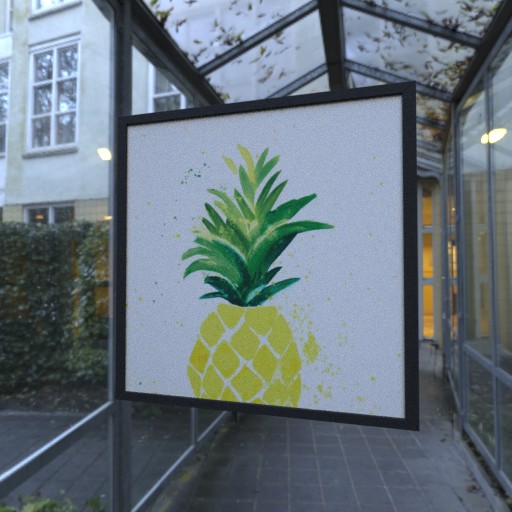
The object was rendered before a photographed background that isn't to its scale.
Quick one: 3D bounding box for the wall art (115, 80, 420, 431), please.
[{"bbox_3d":[0.000,0.000,0.446,0.305,0.304,0.033,-1,-2,18],"label":"wall art"}]
